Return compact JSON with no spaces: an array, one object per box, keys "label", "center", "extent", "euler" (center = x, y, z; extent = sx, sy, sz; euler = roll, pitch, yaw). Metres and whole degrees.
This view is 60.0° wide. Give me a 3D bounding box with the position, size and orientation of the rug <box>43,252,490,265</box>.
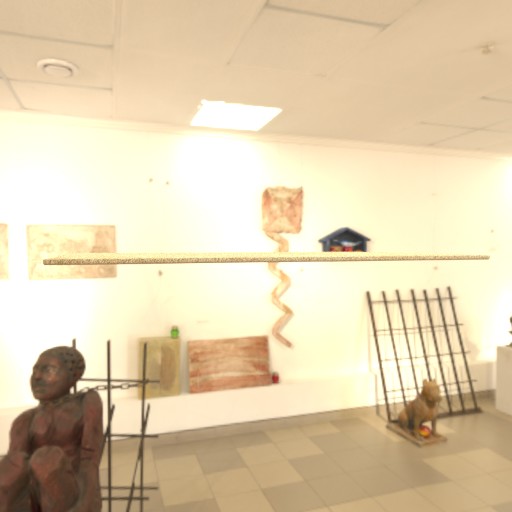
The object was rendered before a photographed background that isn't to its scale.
[{"label":"rug","center":[0.000,0.000,2.892],"extent":[2.346,0.025,1.500],"euler":[0,1,-19]}]
